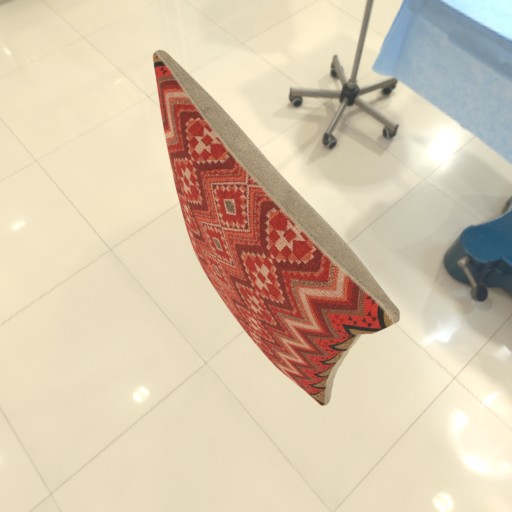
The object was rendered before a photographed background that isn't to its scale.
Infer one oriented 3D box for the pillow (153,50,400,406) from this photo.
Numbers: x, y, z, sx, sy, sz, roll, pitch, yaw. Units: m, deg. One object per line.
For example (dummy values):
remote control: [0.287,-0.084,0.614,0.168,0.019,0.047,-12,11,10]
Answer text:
pillow: [0.000,0.000,0.774,0.158,0.511,0.513,-31,66,-16]
